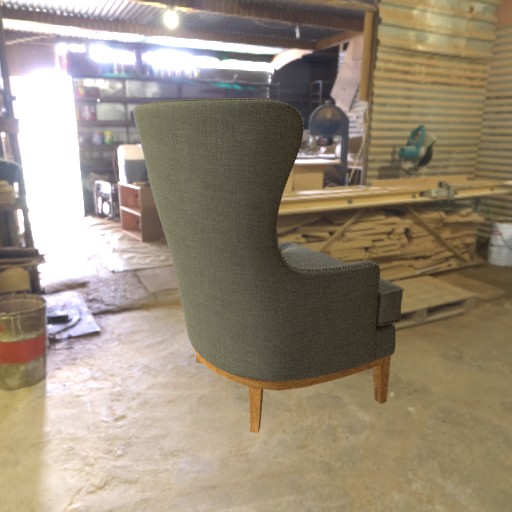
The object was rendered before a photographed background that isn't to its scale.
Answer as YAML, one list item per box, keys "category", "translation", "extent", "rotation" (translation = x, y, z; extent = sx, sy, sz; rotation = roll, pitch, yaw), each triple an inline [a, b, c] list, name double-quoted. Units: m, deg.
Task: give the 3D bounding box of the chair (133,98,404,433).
- category: "chair"
  translation: [0.000, 0.000, 1.827]
  extent: [0.883, 1.176, 0.864]
  rotation: [-8, 18, -27]
